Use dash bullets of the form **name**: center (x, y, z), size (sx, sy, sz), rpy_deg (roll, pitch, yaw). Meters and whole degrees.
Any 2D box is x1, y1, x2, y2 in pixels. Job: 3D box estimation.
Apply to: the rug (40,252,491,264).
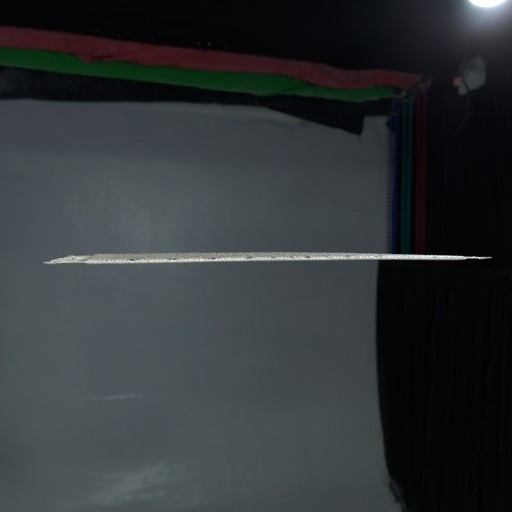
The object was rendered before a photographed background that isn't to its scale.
- **rug**: center (0.000, 0.000, 3.185), size (2.615, 0.029, 1.664), rpy_deg (0, 1, -19)
